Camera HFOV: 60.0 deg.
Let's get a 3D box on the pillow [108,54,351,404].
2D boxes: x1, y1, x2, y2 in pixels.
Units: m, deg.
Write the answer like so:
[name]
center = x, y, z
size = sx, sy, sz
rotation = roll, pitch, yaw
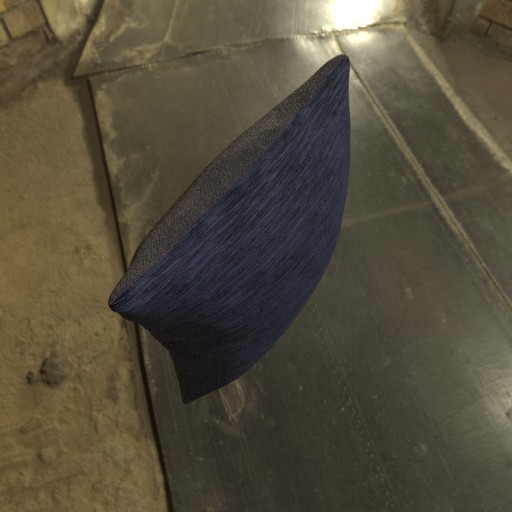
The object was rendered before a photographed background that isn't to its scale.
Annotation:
[pillow]
center = 0.000, 0.000, 0.679
size = 0.204, 0.439, 0.452
rotation = 31, 64, 17
